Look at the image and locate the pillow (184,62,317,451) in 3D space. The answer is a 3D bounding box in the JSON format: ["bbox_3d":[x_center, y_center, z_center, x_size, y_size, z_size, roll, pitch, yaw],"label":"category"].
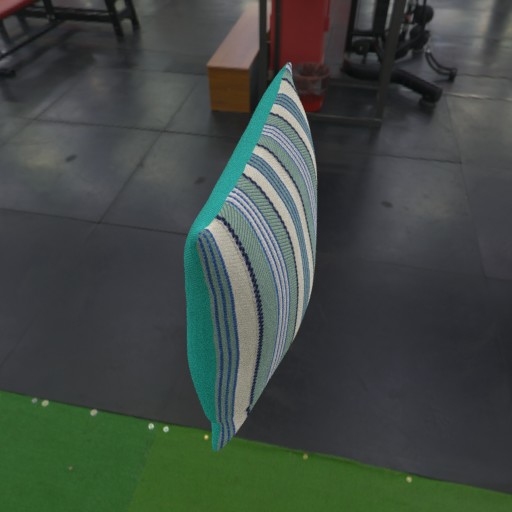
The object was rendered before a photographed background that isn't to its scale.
[{"bbox_3d":[0.000,0.000,0.683,0.182,0.441,0.440,10,45,10],"label":"pillow"}]
